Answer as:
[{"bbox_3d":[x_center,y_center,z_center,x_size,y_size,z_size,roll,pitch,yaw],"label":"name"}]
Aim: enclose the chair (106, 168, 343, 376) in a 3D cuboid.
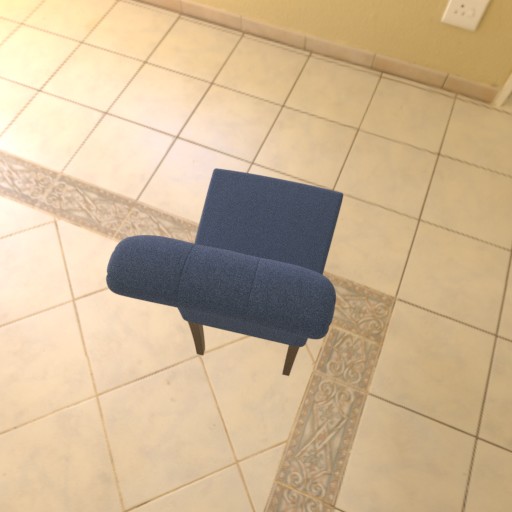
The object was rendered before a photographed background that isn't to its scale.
[{"bbox_3d":[0.000,0.000,1.319,0.456,1.006,0.671,12,65,6],"label":"chair"}]
